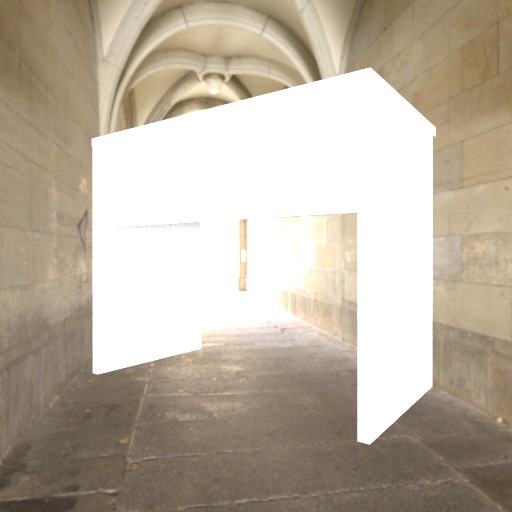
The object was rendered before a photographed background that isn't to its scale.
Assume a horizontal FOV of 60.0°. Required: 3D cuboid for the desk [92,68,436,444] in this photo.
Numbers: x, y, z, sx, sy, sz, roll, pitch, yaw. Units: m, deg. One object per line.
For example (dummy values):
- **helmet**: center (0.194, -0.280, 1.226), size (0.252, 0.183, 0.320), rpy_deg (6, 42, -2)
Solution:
- **desk**: center (0.000, 0.000, 1.321), size (0.900, 0.729, 0.498), rpy_deg (0, 0, 36)
